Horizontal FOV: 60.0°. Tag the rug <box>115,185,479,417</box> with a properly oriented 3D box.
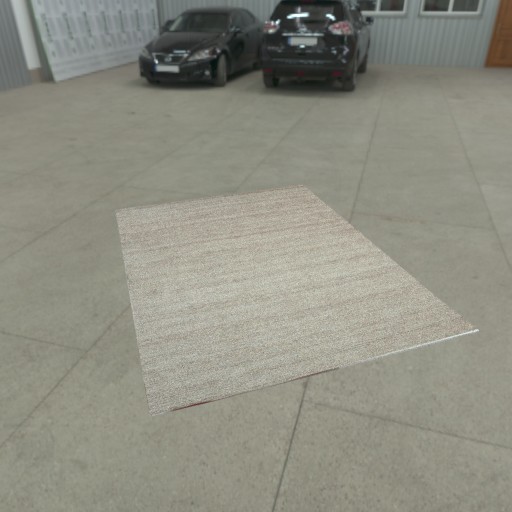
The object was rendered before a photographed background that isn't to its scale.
[{"bbox_3d":[0.000,0.000,4.271,2.434,0.045,3.202,-10,31,-16],"label":"rug"}]
